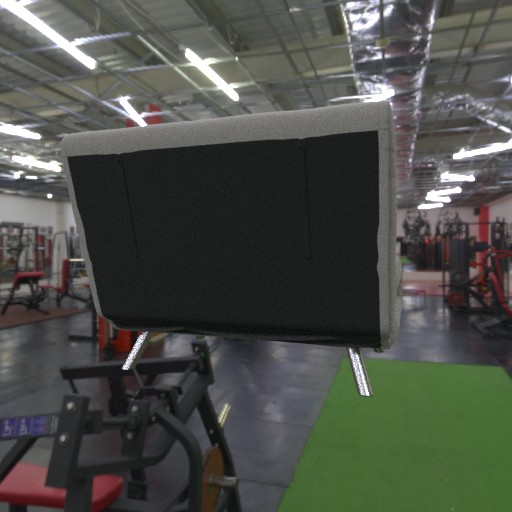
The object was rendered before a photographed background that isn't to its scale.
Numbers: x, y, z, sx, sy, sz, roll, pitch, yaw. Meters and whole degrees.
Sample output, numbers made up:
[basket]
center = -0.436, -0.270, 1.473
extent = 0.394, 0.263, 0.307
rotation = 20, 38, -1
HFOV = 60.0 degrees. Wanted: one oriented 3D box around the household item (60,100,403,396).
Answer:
[household item]
center = 0.000, 0.000, 1.614
extent = 1.000, 0.800, 0.874
rotation = 0, 1, 19
